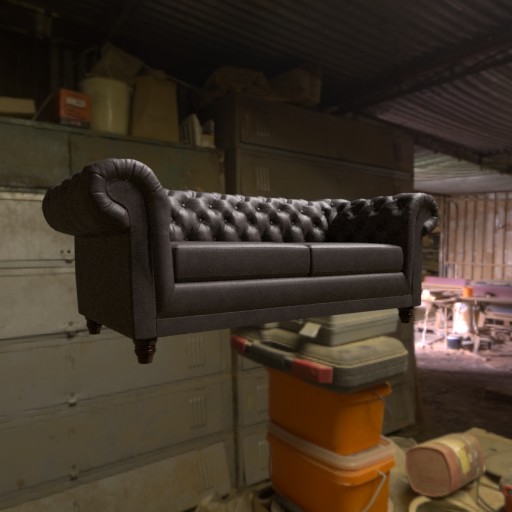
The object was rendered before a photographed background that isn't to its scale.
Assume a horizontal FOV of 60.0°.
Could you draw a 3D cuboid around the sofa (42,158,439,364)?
[{"bbox_3d":[0.000,0.000,2.445,2.048,0.779,0.944,-1,1,-35],"label":"sofa"}]
